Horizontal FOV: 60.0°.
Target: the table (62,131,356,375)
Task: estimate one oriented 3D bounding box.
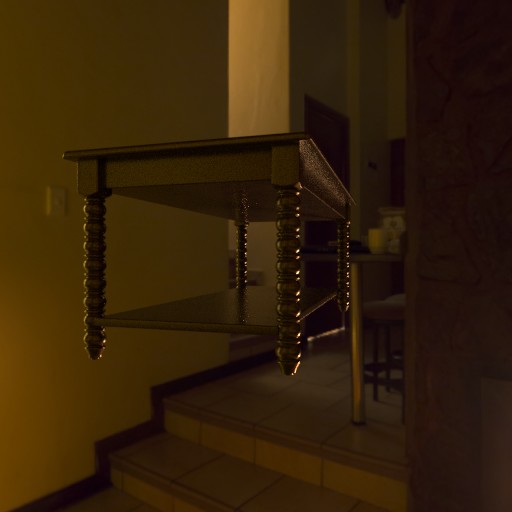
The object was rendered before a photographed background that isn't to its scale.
[{"bbox_3d":[0.000,0.000,1.492,0.580,0.487,1.171,0,0,17],"label":"table"}]
